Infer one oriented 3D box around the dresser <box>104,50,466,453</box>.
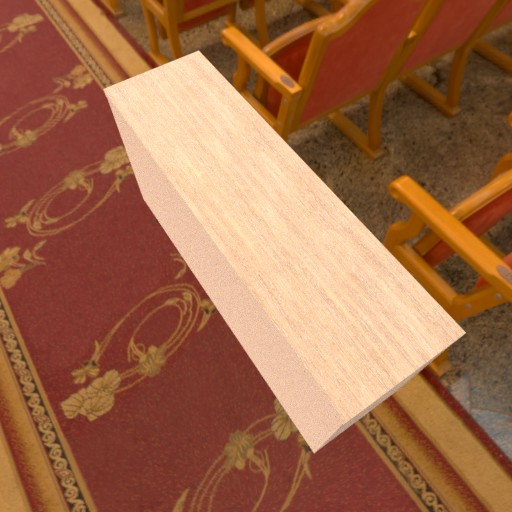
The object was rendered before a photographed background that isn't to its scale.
[{"bbox_3d":[0.000,0.000,1.917,0.457,0.914,1.524,-30,64,-16],"label":"dresser"}]
